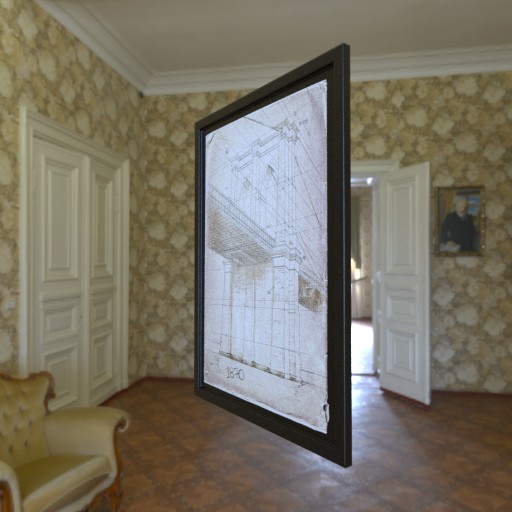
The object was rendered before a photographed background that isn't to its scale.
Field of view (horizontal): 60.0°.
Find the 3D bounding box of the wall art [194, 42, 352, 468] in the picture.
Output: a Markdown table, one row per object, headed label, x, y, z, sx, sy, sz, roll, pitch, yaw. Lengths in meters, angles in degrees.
| label | x | y | z | sx | sy | sz | roll | pitch | yaw |
| --- | --- | --- | --- | --- | --- | --- | --- | --- | --- |
| wall art | 0.000 | 0.000 | 0.881 | 0.016 | 0.657 | 0.480 | 1 | -2 | -36 |
